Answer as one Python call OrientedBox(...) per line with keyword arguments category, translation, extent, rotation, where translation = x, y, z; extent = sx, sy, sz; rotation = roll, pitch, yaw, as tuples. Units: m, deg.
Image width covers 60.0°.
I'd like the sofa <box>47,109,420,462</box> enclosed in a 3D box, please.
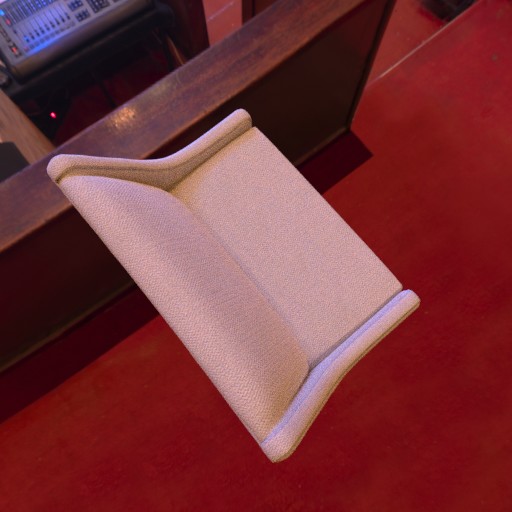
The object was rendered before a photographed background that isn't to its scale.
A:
OrientedBox(category="sofa", translation=(0.000, 0.000, 1.919), extent=(0.870, 1.022, 1.242), rotation=(-39, 79, -9))
